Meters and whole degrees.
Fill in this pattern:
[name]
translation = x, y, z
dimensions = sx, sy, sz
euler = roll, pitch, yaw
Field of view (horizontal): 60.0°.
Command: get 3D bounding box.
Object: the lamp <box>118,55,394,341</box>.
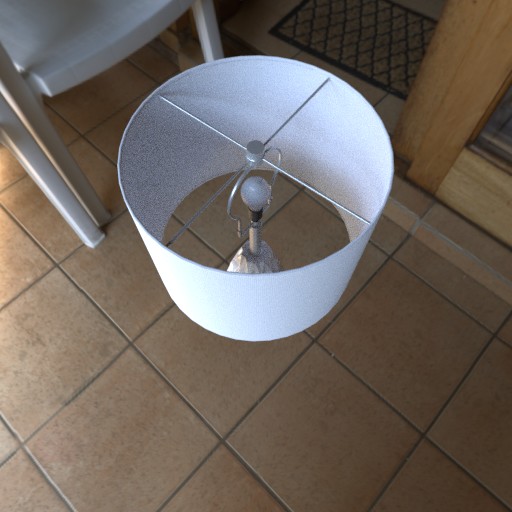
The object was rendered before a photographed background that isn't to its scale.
[lamp]
translation = 0.000, 0.000, 0.709
dimensions = 0.297, 0.522, 0.297
euler = 0, 64, 0
